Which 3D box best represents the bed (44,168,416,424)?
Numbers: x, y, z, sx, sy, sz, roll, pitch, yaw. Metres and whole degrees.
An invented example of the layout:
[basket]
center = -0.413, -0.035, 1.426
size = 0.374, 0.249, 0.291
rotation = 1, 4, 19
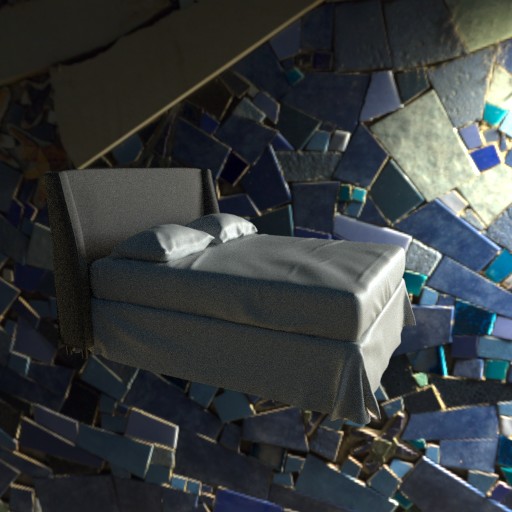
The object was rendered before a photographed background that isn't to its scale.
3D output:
[bed]
center = 0.000, 0.000, 3.441
size = 2.276, 1.332, 1.925
rotation = 6, 13, 26
